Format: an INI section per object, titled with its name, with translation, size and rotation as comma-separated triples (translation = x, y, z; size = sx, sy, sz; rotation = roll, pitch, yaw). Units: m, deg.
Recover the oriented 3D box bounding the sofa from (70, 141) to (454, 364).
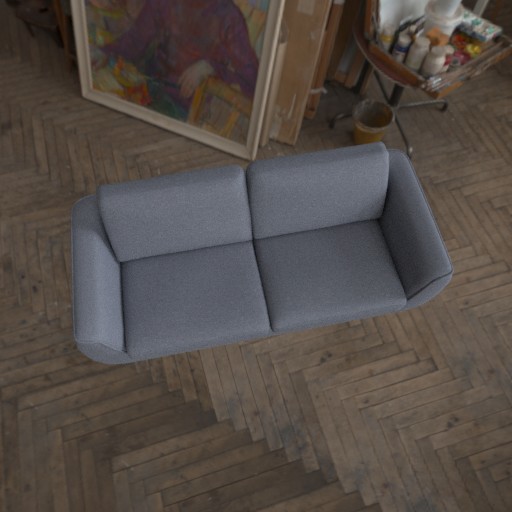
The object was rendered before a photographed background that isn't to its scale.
[sofa]
translation = 0.000, 0.000, 2.633
size = 2.000, 0.870, 0.920
rotation = -10, 64, -5
